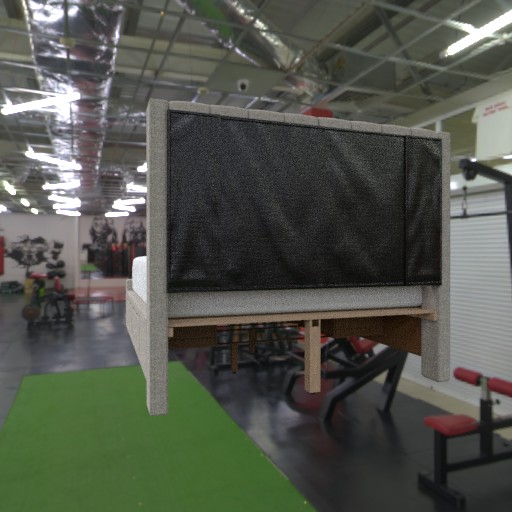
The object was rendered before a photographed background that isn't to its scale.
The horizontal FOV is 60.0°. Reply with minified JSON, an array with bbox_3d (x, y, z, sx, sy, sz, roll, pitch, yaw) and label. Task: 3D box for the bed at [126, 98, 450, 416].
[{"bbox_3d":[0.000,0.000,3.839,2.044,1.748,2.372,0,0,-19],"label":"bed"}]
